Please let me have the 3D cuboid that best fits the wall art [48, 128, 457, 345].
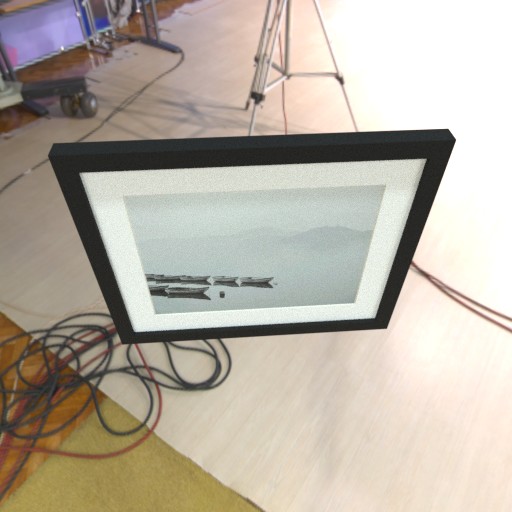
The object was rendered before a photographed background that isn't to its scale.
[{"bbox_3d":[0.000,0.000,0.773,0.554,0.454,0.030,-3,46,-3],"label":"wall art"}]
